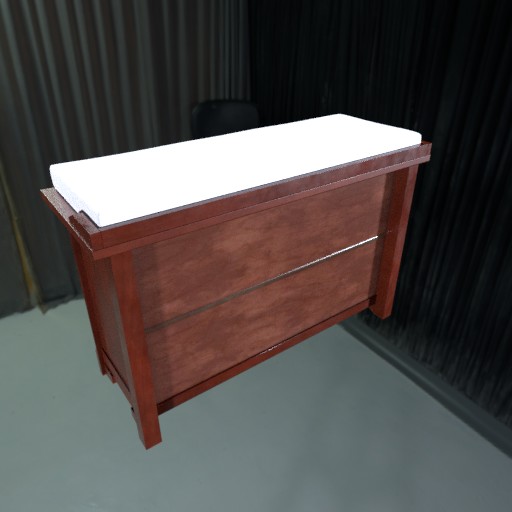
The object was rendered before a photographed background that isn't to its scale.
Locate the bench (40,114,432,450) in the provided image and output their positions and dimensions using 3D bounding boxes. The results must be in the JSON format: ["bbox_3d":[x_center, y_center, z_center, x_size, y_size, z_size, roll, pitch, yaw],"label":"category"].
[{"bbox_3d":[0.000,0.000,1.294,0.987,0.646,0.369,-20,35,-31],"label":"bench"}]
